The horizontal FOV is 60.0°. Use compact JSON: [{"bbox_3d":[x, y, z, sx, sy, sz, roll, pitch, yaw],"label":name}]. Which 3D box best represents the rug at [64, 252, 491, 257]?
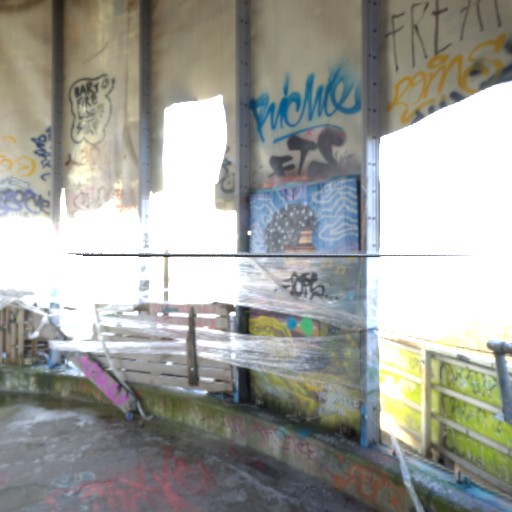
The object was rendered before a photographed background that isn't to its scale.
[{"bbox_3d":[0.000,0.000,4.018,2.980,0.012,2.363,0,-1,-18],"label":"rug"}]
